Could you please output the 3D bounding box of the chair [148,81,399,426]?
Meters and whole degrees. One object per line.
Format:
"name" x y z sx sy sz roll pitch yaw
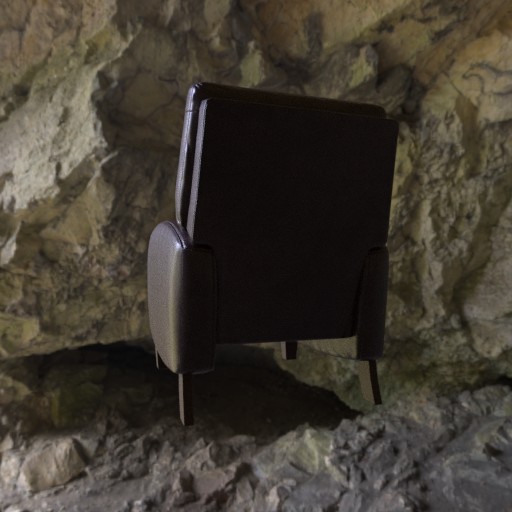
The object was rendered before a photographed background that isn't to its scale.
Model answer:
"chair" 0.000 0.000 1.702 0.762 0.990 0.990 0 -1 -18
